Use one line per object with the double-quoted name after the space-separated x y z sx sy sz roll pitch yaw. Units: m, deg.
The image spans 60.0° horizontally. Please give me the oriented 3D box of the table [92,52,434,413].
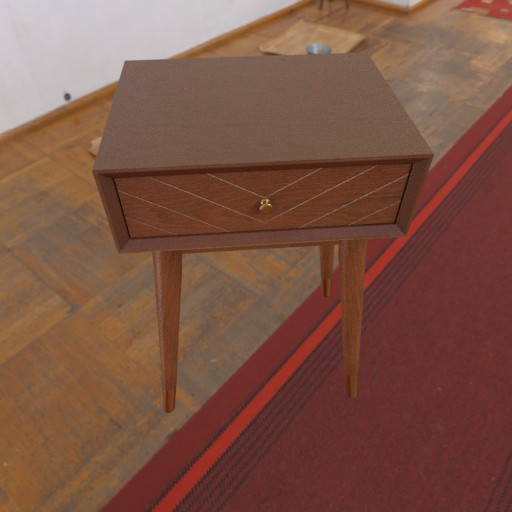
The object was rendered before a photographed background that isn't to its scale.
0.000 0.000 0.810 0.406 0.599 0.300 -3 46 -3 "table"
